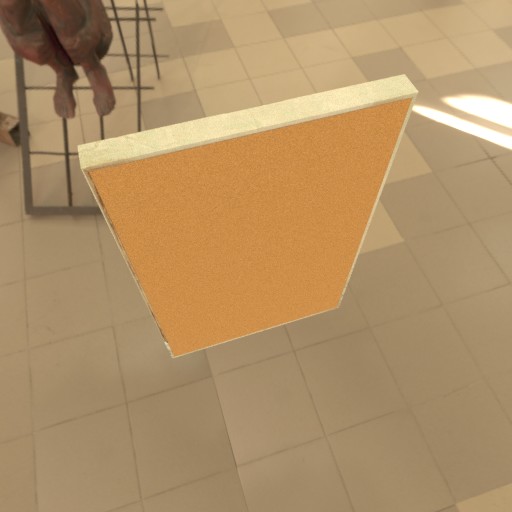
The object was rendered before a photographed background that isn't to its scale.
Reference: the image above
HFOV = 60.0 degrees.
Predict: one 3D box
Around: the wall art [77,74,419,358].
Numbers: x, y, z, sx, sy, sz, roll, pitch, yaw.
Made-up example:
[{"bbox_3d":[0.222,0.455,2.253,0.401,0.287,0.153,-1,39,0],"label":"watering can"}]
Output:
[{"bbox_3d":[0.000,0.000,0.771,0.403,0.607,0.036,-15,59,-9],"label":"wall art"}]
